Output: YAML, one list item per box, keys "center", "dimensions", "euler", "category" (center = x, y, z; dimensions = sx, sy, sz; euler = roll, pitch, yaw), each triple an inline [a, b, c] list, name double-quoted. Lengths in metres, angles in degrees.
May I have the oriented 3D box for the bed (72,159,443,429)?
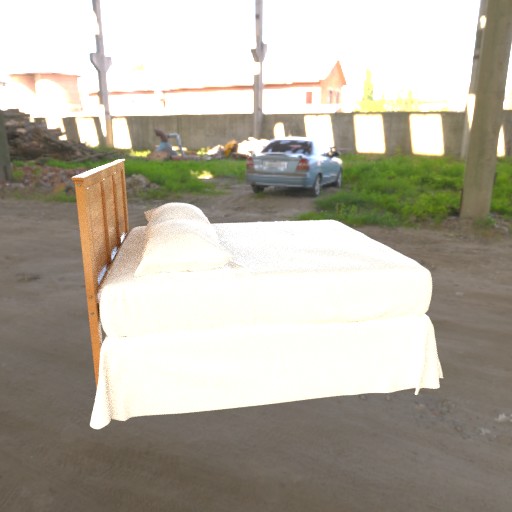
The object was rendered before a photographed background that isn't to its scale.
- center: [0.000, 0.000, 3.140]
  dimensions: [2.035, 1.273, 1.870]
  euler: [-2, 15, -9]
  category: "bed"
